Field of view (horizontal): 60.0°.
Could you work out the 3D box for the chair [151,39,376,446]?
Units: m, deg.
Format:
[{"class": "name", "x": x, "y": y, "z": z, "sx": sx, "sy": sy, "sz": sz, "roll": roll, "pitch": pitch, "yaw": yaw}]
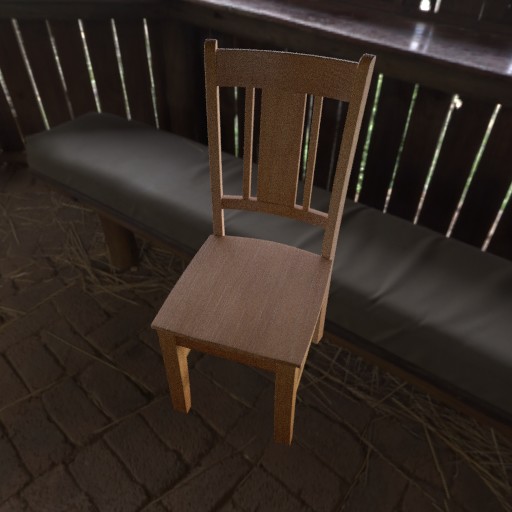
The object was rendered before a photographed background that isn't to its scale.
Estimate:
[{"class": "chair", "x": 0.000, "y": 0.000, "z": 1.277, "sx": 0.450, "sy": 0.998, "sz": 0.556, "roll": 12, "pitch": 42, "yaw": 14}]
